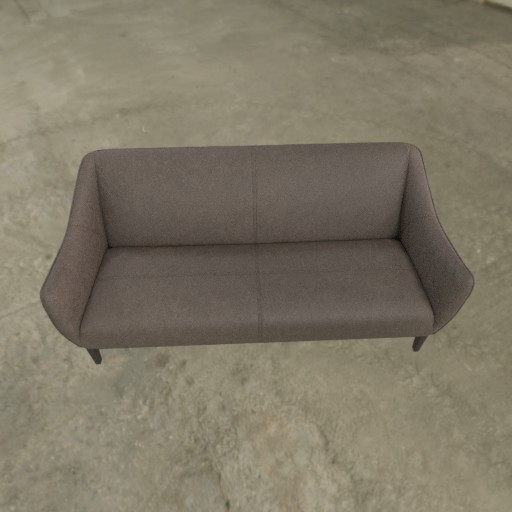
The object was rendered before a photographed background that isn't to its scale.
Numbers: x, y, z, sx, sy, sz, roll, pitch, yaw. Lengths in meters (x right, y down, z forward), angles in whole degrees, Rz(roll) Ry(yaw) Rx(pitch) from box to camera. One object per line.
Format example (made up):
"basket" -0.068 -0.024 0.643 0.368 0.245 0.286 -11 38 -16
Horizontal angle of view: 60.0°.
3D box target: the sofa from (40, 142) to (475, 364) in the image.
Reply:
"sofa" 0.000 0.000 2.351 1.928 0.831 0.869 -2 47 -2
